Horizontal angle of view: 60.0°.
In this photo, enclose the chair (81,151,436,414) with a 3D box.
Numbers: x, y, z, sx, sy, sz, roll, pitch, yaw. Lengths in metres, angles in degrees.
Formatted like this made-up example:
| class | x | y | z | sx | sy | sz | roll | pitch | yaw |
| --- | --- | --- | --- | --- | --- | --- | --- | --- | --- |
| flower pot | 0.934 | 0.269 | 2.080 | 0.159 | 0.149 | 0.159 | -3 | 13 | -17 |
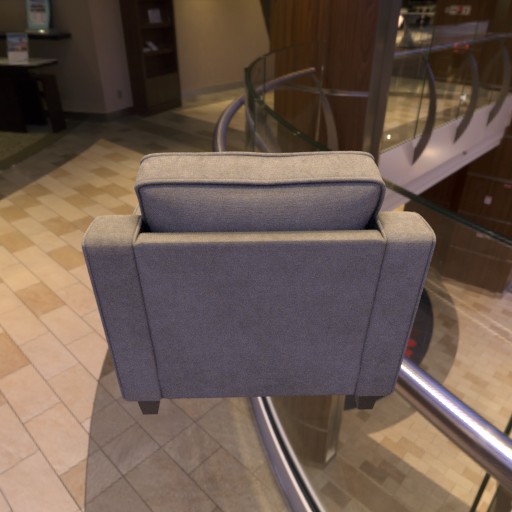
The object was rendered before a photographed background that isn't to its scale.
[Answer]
| class | x | y | z | sx | sy | sz | roll | pitch | yaw |
| --- | --- | --- | --- | --- | --- | --- | --- | --- | --- |
| chair | 0.000 | 0.000 | 1.649 | 0.926 | 0.944 | 0.840 | -1 | 30 | -1 |
